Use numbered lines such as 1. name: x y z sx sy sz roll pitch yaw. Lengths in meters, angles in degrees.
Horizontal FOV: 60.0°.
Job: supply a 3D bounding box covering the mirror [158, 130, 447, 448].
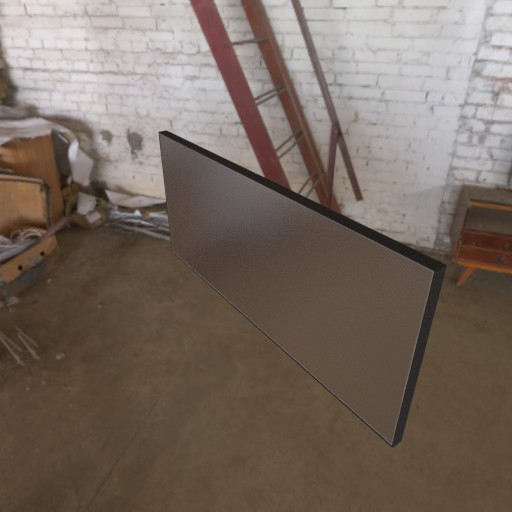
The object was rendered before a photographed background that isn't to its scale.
1. mirror: 0.000 0.000 1.838 0.047 0.692 1.584 -20 36 -30
